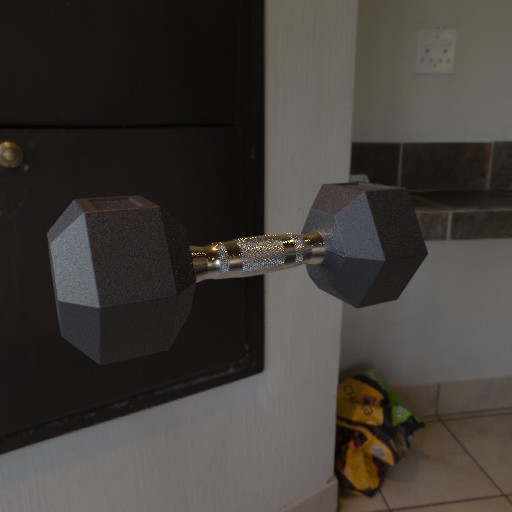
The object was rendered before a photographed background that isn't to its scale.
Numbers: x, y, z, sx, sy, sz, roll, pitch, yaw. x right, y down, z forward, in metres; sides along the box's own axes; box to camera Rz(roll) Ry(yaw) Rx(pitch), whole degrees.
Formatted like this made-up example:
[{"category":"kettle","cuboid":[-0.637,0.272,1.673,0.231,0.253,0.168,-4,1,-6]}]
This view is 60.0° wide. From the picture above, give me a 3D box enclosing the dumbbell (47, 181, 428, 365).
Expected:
[{"category":"dumbbell","cuboid":[0.000,0.000,0.325,0.272,0.092,0.106,-8,17,-26]}]
